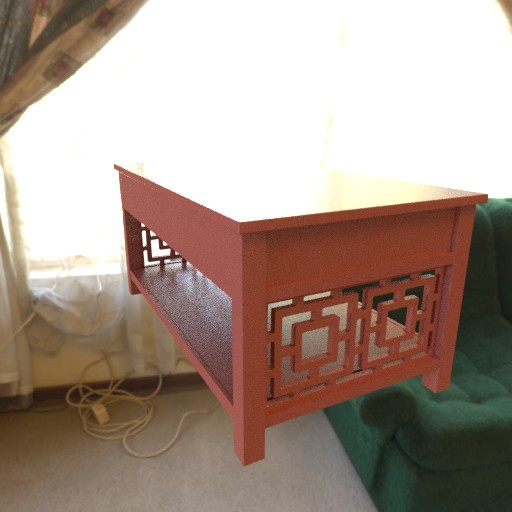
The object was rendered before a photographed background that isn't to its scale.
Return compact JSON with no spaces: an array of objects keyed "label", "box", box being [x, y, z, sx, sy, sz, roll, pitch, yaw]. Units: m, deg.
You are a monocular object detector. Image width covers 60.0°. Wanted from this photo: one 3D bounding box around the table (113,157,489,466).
[{"label":"table","box":[0.000,0.000,1.359,0.612,0.493,1.068,-9,19,-26]}]
